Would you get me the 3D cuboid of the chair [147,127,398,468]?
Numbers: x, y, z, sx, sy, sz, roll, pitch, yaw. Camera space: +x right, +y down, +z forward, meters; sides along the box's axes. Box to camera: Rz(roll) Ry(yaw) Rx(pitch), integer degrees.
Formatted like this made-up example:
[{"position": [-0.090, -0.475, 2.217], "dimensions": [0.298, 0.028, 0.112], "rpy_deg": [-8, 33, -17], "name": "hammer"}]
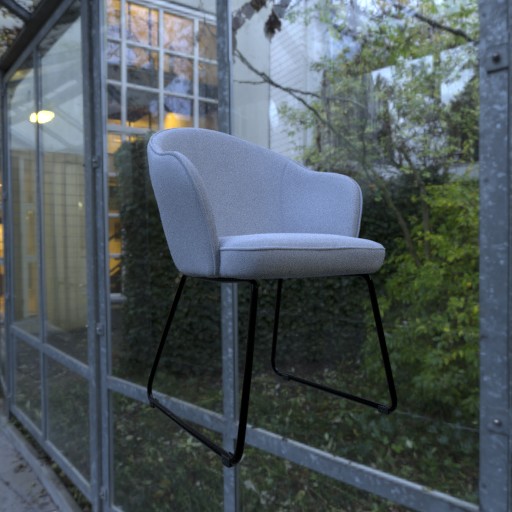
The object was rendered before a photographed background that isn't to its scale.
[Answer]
[{"position": [0.000, 0.000, 1.215], "dimensions": [0.570, 0.817, 0.592], "rpy_deg": [-1, 1, -36], "name": "chair"}]
